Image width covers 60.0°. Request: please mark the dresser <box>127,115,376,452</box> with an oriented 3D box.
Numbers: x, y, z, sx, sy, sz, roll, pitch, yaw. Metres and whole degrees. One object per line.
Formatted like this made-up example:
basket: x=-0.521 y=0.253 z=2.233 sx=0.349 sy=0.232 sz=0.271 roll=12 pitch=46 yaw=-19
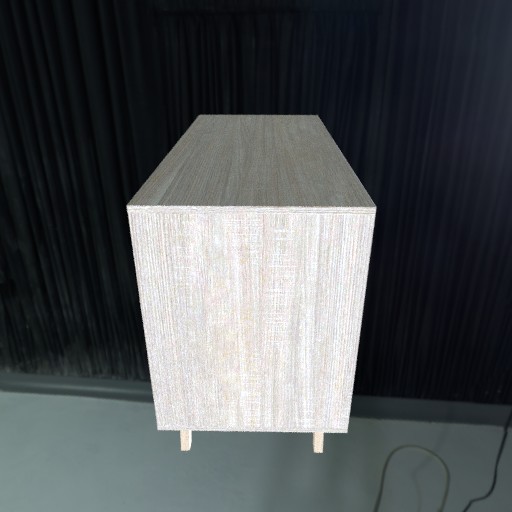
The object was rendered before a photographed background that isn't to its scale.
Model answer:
dresser: x=0.000 y=0.000 z=1.558 sx=0.500 sy=0.780 sz=1.110 roll=0 pitch=27 yaw=1
